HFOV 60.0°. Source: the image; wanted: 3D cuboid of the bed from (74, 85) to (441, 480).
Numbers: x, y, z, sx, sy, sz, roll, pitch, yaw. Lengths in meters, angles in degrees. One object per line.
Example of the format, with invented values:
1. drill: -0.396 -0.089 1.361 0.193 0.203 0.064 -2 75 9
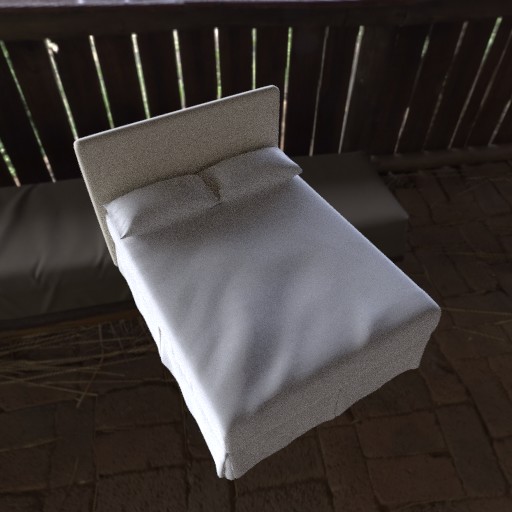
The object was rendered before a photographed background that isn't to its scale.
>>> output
1. bed: 0.000 0.000 3.185 1.714 1.330 2.147 -23 51 -20
